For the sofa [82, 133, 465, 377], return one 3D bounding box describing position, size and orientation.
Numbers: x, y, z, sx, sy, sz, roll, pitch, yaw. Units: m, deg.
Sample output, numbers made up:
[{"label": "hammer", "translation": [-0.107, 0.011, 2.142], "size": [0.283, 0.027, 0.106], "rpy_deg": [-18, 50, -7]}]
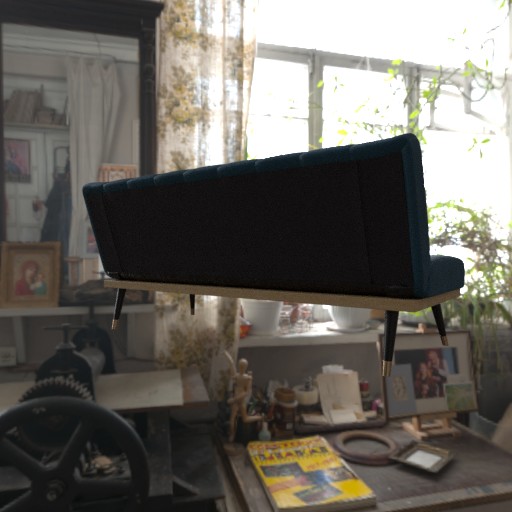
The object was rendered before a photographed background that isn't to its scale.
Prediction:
[{"label": "sofa", "translation": [0.000, 0.000, 2.247], "size": [1.810, 0.825, 0.830], "rpy_deg": [1, 1, 37]}]
